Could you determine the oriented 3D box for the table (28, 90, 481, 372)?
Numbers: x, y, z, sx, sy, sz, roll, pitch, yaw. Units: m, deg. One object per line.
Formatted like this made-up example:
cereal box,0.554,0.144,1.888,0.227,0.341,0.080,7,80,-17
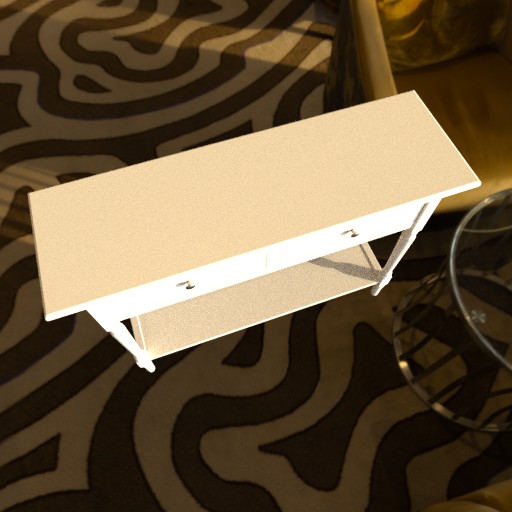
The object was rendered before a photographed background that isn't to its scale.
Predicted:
table,0.000,0.000,1.575,1.191,0.814,0.386,-17,64,-9
